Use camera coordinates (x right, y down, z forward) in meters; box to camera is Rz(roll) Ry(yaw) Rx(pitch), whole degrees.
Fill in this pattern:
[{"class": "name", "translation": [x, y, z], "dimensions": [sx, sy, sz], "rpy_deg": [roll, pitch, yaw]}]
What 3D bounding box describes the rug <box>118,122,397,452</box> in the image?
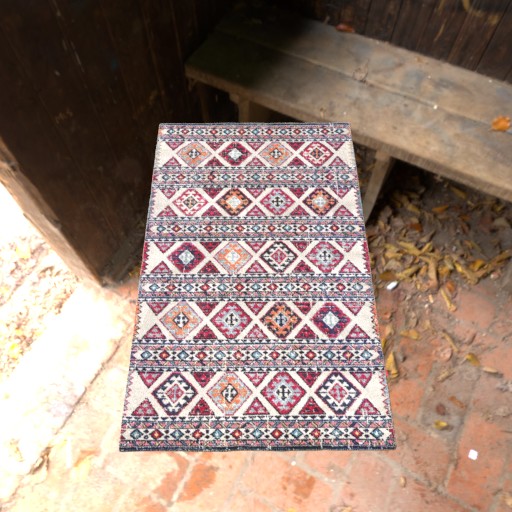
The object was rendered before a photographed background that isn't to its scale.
[{"class": "rug", "translation": [0.000, 0.000, 3.012], "dimensions": [1.545, 0.010, 2.440], "rpy_deg": [0, 62, 0]}]
